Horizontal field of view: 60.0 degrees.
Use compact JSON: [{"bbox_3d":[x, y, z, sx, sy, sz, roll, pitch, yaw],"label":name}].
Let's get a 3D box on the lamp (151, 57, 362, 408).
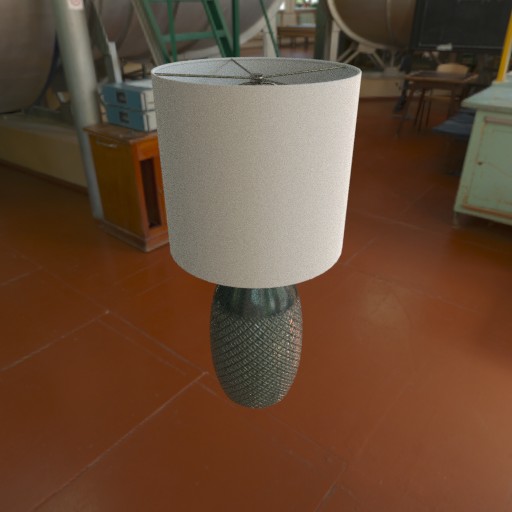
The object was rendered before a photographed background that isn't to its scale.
[{"bbox_3d":[0.000,0.000,0.577,0.217,0.453,0.217,-9,31,-15],"label":"lamp"}]
